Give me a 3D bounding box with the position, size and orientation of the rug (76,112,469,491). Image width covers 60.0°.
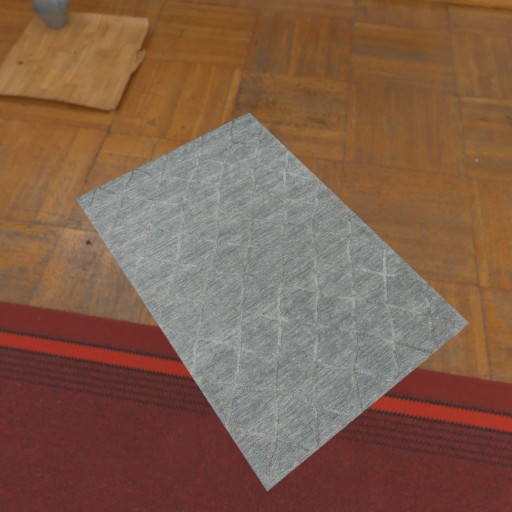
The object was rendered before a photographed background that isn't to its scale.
[{"bbox_3d":[0.000,0.000,2.918,1.521,0.006,2.283,-32,64,-18],"label":"rug"}]
